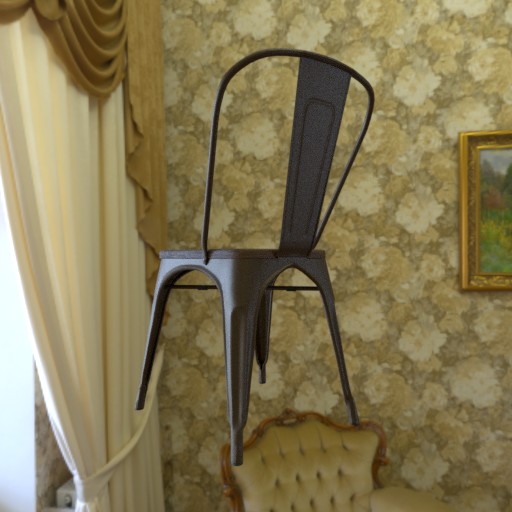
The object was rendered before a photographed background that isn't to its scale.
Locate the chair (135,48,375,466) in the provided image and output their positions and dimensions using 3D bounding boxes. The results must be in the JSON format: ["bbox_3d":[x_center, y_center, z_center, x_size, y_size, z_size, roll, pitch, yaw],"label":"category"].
[{"bbox_3d":[0.000,0.000,1.148,0.451,0.844,0.532,0,0,-37],"label":"chair"}]
